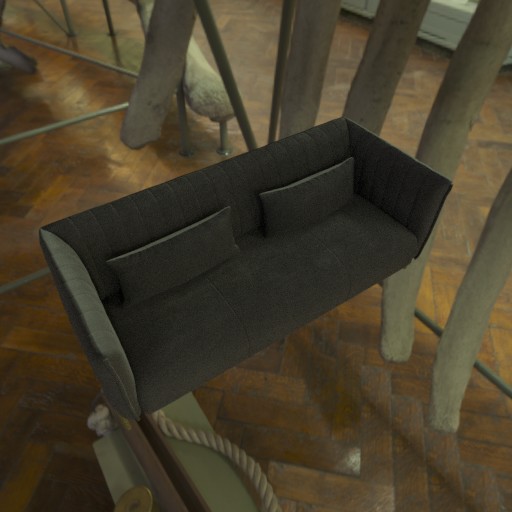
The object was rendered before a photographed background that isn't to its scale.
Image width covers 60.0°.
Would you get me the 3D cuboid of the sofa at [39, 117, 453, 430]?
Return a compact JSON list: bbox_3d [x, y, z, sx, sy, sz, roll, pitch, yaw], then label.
[{"bbox_3d":[0.000,0.000,2.446,1.980,0.780,0.876,-26,51,-23],"label":"sofa"}]
